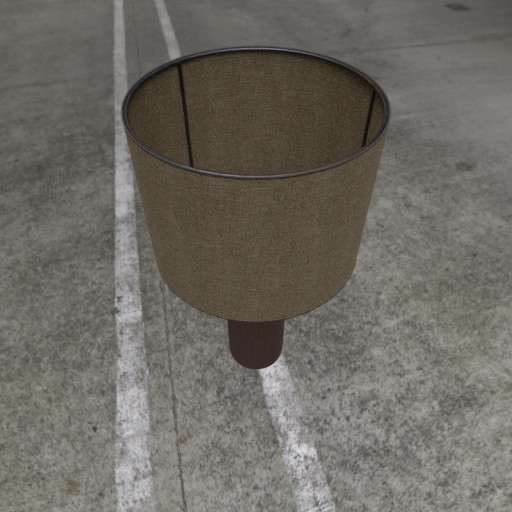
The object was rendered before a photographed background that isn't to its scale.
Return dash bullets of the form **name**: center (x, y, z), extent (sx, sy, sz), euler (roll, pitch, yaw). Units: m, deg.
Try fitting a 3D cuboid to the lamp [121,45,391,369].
- **lamp**: center (0.000, 0.000, 0.465), extent (0.202, 0.350, 0.202), euler (0, 46, 0)
